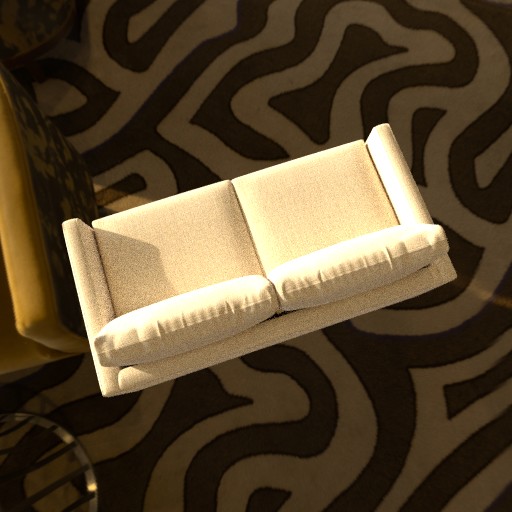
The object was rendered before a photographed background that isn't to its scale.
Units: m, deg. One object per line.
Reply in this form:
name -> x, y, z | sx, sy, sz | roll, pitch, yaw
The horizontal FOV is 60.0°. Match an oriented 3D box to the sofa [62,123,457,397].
sofa -> 0.000, 0.000, 2.161 | 1.651, 0.812, 0.839 | -18, 77, -4
